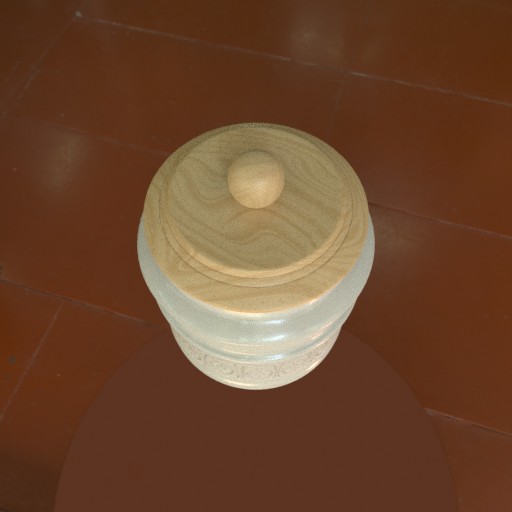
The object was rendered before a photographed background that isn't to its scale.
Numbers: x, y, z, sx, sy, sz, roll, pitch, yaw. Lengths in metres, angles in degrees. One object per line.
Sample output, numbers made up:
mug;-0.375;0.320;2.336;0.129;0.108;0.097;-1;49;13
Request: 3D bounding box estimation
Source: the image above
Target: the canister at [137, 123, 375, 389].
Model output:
canister;0.000;0.000;0.270;0.130;0.176;0.130;0;62;0
